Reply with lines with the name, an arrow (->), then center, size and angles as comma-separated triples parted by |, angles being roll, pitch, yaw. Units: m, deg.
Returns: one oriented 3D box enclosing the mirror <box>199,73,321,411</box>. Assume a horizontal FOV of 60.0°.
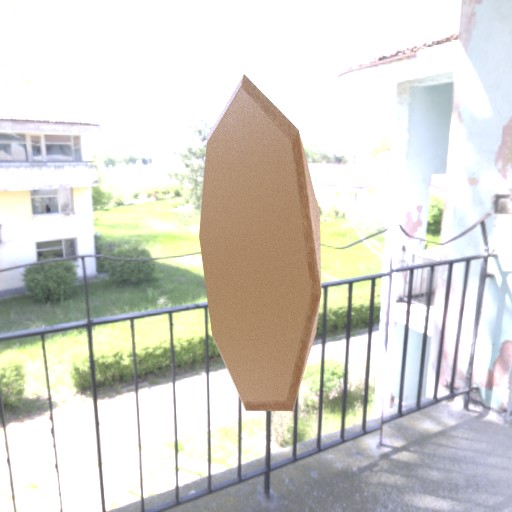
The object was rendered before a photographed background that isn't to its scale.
mirror -> 0.000, 0.000, 1.009 | 0.070, 0.774, 0.577 | -7, 15, -27
